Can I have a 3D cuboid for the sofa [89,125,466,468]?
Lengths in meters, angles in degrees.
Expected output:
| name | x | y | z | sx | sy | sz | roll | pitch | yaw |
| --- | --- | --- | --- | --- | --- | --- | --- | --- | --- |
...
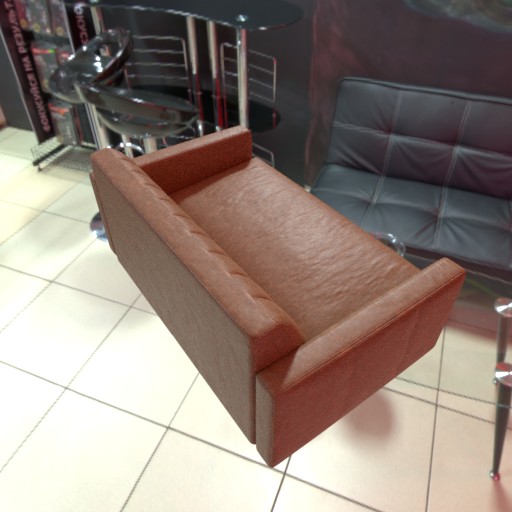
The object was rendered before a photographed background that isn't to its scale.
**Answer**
| name | x | y | z | sx | sy | sz | roll | pitch | yaw |
| --- | --- | --- | --- | --- | --- | --- | --- | --- | --- |
| sofa | 0.000 | 0.000 | 2.094 | 0.960 | 0.820 | 1.549 | -26 | 48 | -26 |
